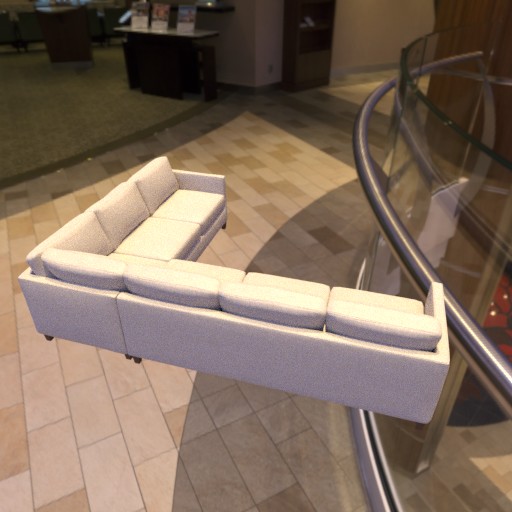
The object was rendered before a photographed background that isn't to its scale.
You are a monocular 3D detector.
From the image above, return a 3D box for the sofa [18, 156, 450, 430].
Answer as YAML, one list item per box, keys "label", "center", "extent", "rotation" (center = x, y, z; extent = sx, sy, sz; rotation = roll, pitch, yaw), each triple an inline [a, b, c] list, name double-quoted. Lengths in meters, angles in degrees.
- label: "sofa"
  center: [0.000, 0.000, 4.296]
  extent: [3.333, 0.934, 2.522]
  rotation: [9, 34, 14]
